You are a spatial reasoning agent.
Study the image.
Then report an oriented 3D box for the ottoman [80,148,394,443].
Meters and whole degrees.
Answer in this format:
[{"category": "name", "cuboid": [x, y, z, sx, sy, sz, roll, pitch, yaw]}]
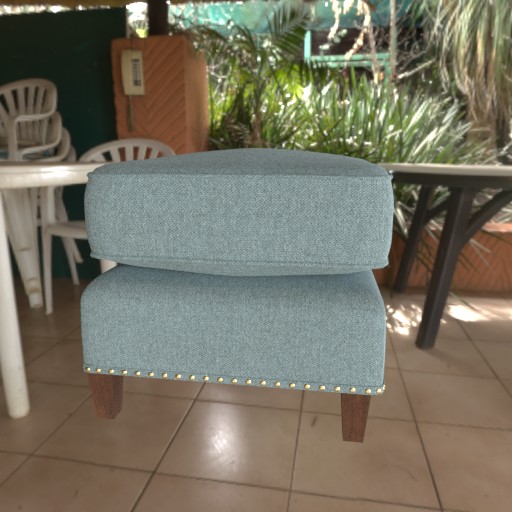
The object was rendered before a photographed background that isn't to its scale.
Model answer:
[{"category": "ottoman", "cuboid": [0.000, 0.000, 1.134, 0.589, 0.537, 0.738, 2, 14, 8]}]
